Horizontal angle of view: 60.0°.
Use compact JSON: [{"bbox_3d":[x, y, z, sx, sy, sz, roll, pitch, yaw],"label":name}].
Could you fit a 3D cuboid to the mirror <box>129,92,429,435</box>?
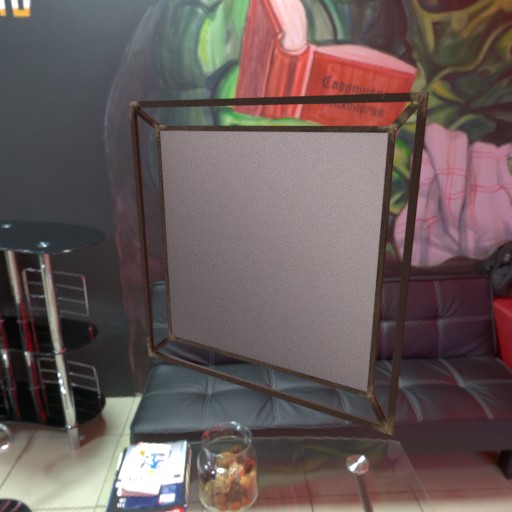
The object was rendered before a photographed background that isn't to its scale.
[{"bbox_3d":[0.000,0.000,0.908,0.610,0.610,0.032,9,19,28],"label":"mirror"}]
